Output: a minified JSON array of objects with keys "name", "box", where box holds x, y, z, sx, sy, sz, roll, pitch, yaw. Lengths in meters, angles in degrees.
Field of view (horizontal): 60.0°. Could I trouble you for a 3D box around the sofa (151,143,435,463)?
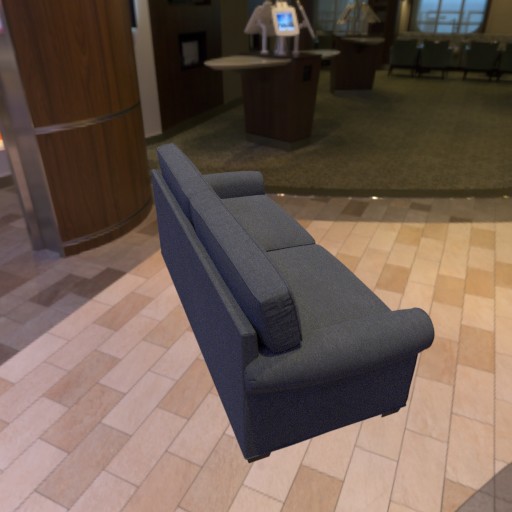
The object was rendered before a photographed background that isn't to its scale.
[{"name":"sofa","box":[0.000,0.000,2.929,0.954,1.026,2.391,-11,32,-18]}]
